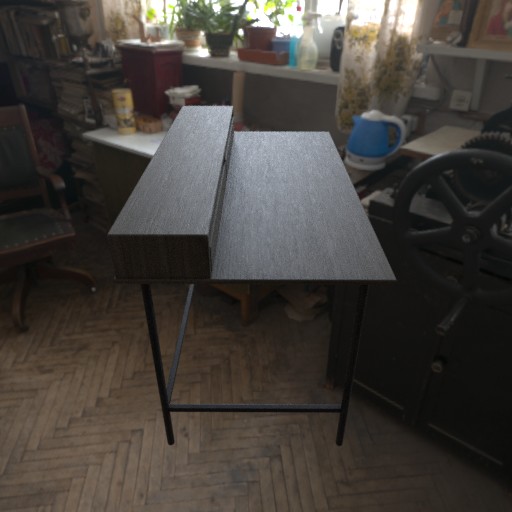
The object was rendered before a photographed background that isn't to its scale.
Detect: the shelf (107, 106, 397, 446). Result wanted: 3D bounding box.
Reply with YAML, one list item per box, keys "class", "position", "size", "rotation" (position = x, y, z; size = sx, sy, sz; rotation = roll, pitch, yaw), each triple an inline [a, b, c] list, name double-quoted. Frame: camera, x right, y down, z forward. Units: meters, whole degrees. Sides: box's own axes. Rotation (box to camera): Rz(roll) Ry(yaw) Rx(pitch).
- class: "shelf"
  position: [0.000, 0.000, 1.746]
  size: [0.685, 0.865, 1.212]
  rotation: [0, 32, 0]
